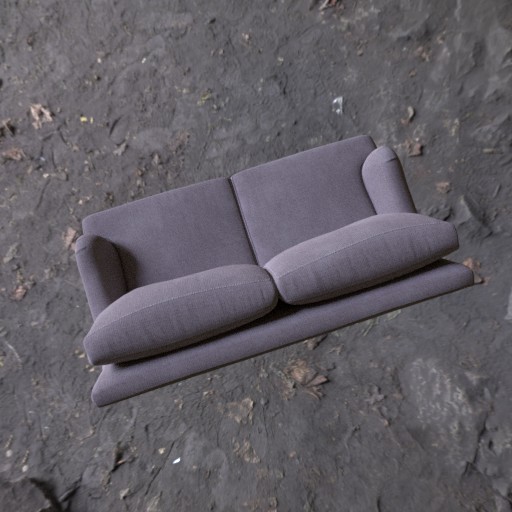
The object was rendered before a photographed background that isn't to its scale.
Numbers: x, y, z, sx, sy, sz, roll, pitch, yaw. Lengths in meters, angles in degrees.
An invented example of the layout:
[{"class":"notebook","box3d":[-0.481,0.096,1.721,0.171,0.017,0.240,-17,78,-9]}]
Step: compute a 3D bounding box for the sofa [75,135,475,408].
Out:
[{"class":"sofa","box3d":[0.000,0.000,2.501,1.853,1.101,1.084,-17,76,-4]}]
